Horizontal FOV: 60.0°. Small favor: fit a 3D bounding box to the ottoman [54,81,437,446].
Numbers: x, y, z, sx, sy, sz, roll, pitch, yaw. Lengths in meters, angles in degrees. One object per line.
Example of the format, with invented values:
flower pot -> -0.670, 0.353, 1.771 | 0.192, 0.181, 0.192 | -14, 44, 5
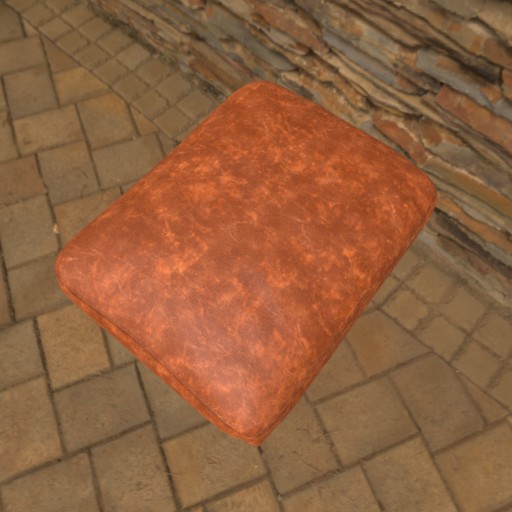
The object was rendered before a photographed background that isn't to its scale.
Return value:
ottoman -> 0.000, 0.000, 1.254 | 0.657, 0.562, 0.832 | 36, 70, 16
